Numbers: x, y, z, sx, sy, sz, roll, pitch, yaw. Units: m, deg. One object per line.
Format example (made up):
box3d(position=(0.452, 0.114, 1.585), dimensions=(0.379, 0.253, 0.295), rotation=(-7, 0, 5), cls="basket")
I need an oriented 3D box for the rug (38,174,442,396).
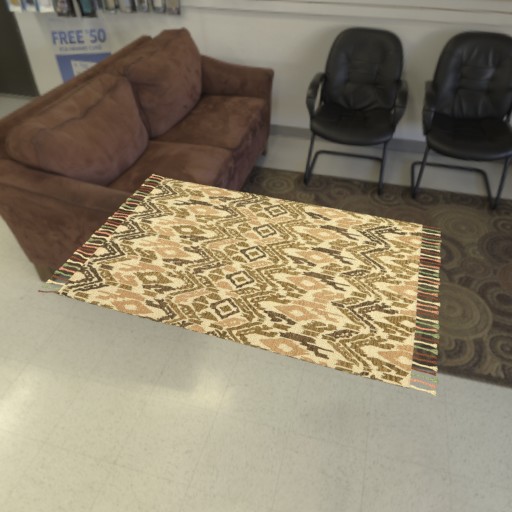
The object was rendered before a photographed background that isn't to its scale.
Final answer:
box3d(position=(0.000, 0.000, 3.068), dimensions=(2.438, 0.008, 1.524), rotation=(12, 42, 14), cls="rug")
